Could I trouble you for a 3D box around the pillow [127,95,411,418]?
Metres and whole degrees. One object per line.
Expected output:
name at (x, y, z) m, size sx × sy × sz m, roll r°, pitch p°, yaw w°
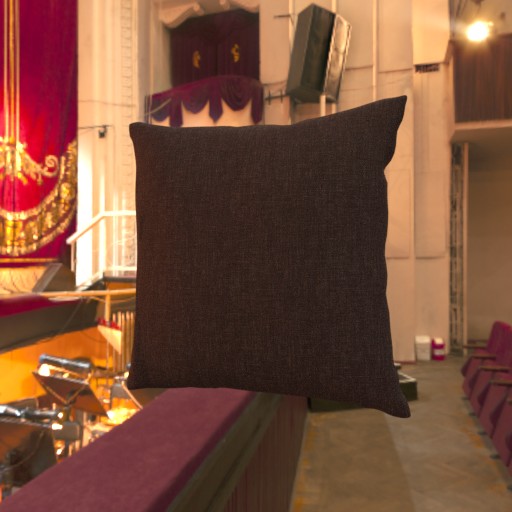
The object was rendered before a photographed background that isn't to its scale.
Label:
pillow at (0.000, 0.000, 0.774) m, size 0.510 × 0.510 × 0.145 m, roll 0°, pitch 0°, yaw 17°
